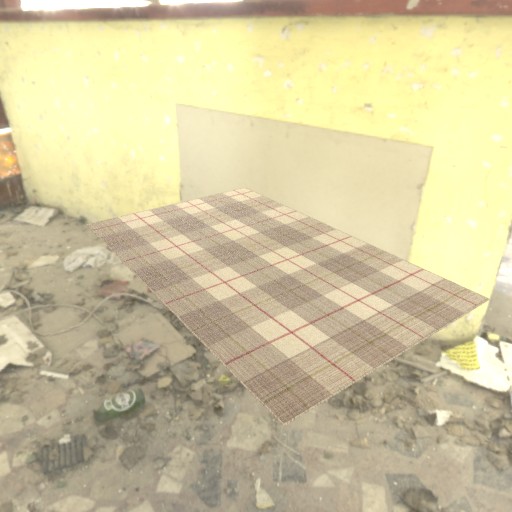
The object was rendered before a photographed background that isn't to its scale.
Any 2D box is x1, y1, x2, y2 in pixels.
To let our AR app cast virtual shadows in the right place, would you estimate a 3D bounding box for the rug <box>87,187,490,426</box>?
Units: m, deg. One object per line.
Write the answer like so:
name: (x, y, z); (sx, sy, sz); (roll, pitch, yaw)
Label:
rug: (0.000, 0.000, 3.021); (1.549, 0.010, 2.464); (-19, 33, -32)
